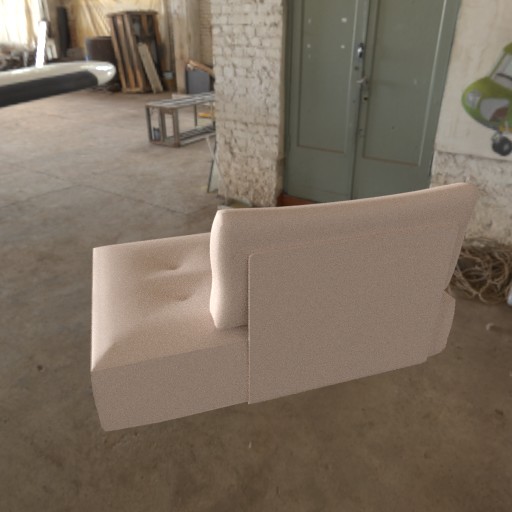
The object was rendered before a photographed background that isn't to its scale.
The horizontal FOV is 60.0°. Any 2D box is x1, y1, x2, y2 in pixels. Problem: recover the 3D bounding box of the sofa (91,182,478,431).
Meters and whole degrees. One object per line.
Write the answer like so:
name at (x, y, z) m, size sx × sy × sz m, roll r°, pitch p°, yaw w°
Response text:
sofa at (0.000, 0.000, 2.008) m, size 1.450 × 0.820 × 1.000 m, roll -8°, pitch 28°, yaw -16°
